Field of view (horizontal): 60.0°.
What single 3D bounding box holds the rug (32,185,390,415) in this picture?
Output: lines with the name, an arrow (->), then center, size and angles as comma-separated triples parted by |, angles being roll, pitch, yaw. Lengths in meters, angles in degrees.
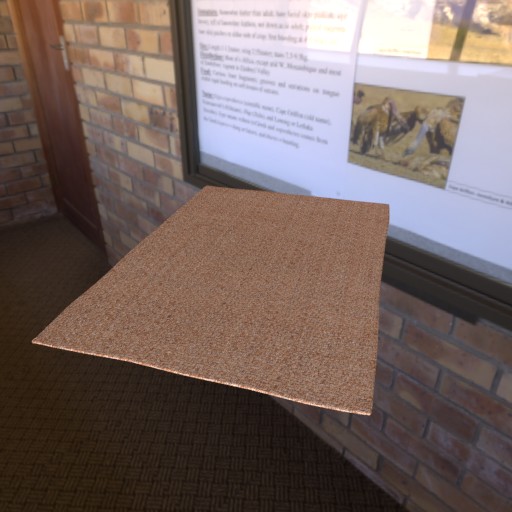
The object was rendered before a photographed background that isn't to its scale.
rug -> 0.000, 0.000, 2.744 | 1.566, 0.013, 2.141 | 8, 30, 14
